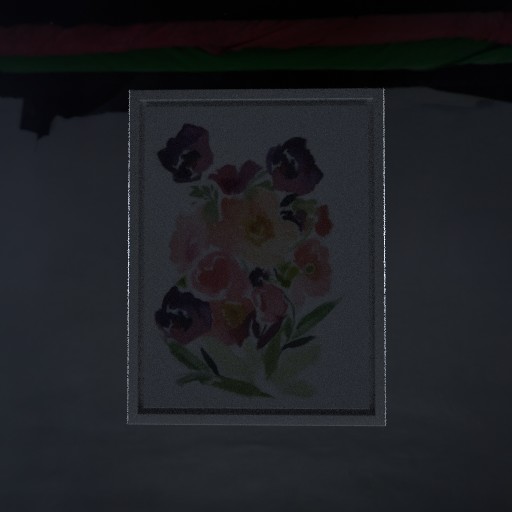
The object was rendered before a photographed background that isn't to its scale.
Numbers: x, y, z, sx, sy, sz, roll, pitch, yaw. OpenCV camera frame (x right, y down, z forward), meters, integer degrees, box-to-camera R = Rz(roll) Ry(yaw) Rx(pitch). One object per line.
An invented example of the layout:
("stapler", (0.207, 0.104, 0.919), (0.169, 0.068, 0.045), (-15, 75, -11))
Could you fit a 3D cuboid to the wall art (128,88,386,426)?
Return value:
("wall art", (0.000, 0.000, 1.411), (0.805, 1.056, 0.042), (0, -1, 1))
